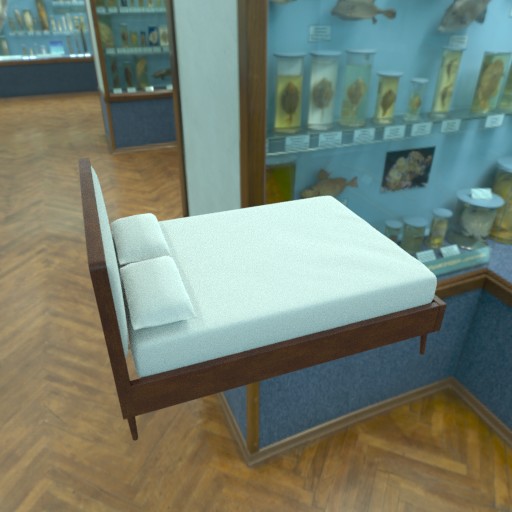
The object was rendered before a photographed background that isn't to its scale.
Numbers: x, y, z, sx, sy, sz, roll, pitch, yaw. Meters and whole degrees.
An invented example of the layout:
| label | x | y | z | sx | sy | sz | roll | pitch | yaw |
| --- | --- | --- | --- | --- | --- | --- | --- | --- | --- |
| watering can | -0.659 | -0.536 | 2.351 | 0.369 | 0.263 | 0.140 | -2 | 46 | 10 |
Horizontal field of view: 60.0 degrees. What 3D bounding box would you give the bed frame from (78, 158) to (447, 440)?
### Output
| label | x | y | z | sx | sy | sz | roll | pitch | yaw |
| --- | --- | --- | --- | --- | --- | --- | --- | --- | --- |
| bed frame | 0.000 | 0.000 | 3.233 | 2.171 | 1.279 | 1.587 | -11 | 32 | -18 |
